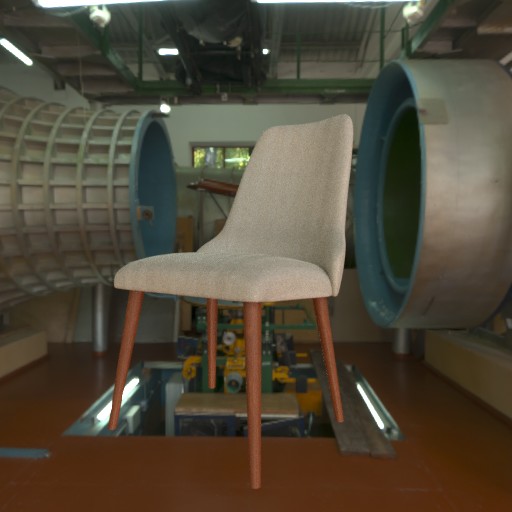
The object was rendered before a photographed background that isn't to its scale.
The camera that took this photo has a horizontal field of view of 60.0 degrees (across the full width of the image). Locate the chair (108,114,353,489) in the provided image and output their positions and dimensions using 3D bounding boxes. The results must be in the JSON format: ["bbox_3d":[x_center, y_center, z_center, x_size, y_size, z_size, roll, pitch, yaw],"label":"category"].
[{"bbox_3d":[0.000,0.000,1.302,0.526,0.917,0.684,2,3,36],"label":"chair"}]
